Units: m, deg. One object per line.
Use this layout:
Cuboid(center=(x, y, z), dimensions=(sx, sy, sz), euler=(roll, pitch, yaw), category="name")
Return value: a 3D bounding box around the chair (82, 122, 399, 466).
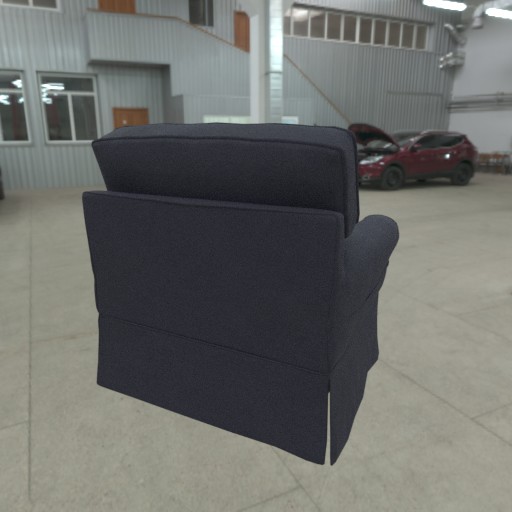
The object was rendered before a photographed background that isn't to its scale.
Cuboid(center=(0.000, 0.000, 1.991), dimensions=(1.119, 1.140, 1.002), euler=(8, 18, 27), category="chair")
